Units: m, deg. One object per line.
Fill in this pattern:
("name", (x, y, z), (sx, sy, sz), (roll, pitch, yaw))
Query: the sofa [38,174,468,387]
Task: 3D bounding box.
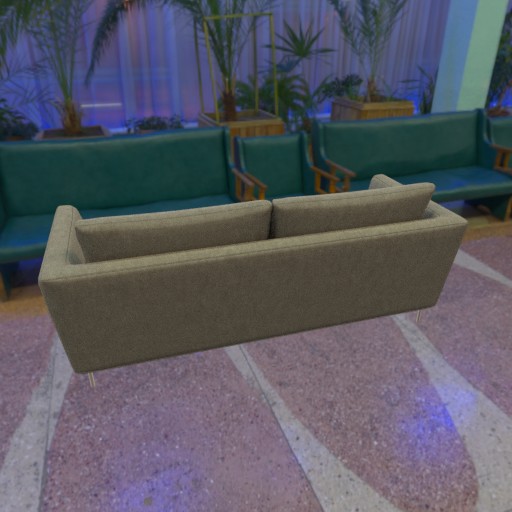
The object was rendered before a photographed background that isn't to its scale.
("sofa", (0.000, 0.000, 2.540), (2.121, 0.864, 0.889), (-8, 29, -15))
